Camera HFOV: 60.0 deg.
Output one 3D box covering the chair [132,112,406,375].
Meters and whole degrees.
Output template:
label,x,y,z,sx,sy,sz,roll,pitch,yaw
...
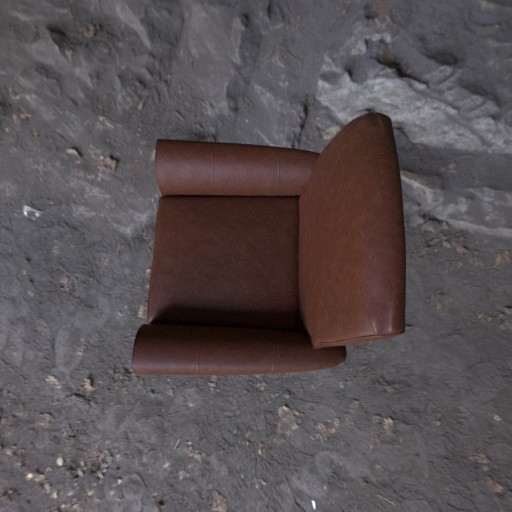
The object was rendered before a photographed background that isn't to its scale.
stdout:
label,x,y,z,sx,sy,sz,roll,pitch,yaw
chair,0.000,0.000,1.828,0.902,1.061,0.978,2,73,1
